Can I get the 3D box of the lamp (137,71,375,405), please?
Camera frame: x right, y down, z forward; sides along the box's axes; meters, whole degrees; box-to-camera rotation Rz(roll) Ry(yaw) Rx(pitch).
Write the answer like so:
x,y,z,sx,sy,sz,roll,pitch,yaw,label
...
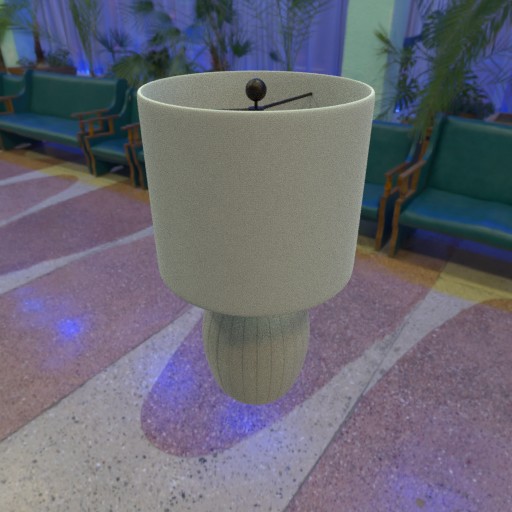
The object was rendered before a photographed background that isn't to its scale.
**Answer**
x,y,z,sx,sy,sz,roll,pitch,yaw,label
0.000,0.000,0.759,0.328,0.570,0.328,0,30,0,lamp
